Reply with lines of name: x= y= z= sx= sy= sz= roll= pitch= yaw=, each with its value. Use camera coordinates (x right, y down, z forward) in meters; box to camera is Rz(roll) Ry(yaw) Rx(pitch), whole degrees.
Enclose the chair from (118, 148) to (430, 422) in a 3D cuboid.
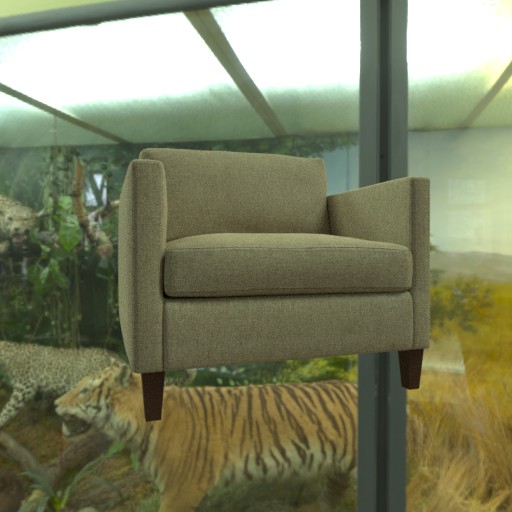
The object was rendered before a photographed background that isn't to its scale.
chair: x=0.000 y=0.000 z=1.892 sx=1.107 sy=0.987 sz=0.959 roll=0 pitch=1 yaw=-19
